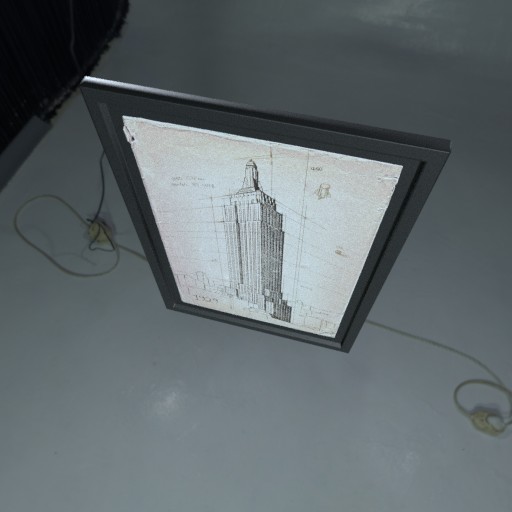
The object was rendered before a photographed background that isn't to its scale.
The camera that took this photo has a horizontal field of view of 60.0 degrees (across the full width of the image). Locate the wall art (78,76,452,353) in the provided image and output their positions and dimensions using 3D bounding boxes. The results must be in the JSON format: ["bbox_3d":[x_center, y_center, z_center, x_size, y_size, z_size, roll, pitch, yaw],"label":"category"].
[{"bbox_3d":[0.000,0.000,0.535,0.303,0.431,0.013,13,59,8],"label":"wall art"}]
